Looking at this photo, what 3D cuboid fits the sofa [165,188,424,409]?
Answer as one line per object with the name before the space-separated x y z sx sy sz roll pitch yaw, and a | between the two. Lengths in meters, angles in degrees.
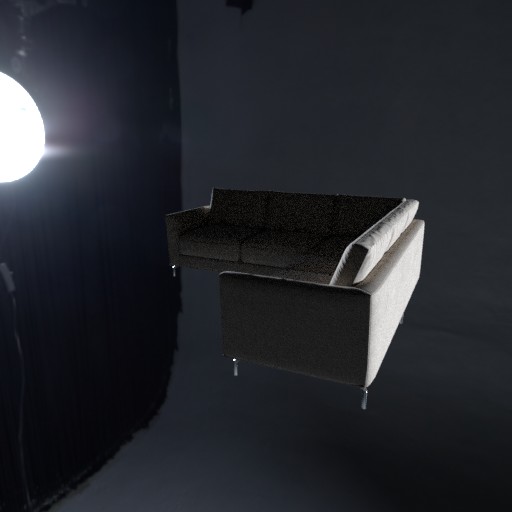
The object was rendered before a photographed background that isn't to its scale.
sofa | 0.000 0.000 3.728 2.438 0.864 2.438 7 16 25
